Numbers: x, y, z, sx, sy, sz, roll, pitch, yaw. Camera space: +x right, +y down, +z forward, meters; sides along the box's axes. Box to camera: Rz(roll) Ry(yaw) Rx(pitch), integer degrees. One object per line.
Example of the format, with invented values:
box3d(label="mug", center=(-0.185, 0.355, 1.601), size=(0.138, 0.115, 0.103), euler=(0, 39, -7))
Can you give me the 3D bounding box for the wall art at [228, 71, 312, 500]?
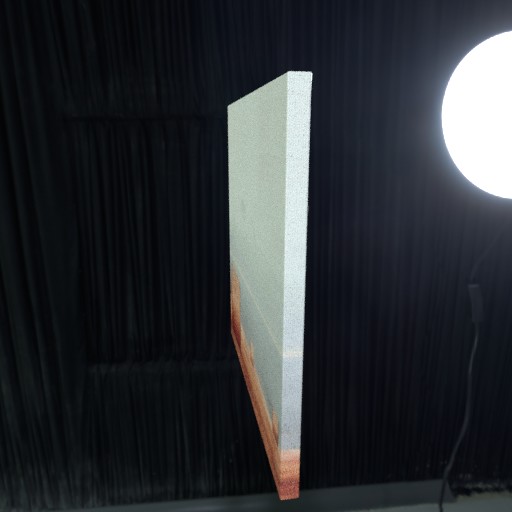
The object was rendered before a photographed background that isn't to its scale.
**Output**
box3d(label="wall art", center=(0.000, 0.000, 1.109), size=(0.042, 0.760, 0.760), euler=(-3, 15, -10))
